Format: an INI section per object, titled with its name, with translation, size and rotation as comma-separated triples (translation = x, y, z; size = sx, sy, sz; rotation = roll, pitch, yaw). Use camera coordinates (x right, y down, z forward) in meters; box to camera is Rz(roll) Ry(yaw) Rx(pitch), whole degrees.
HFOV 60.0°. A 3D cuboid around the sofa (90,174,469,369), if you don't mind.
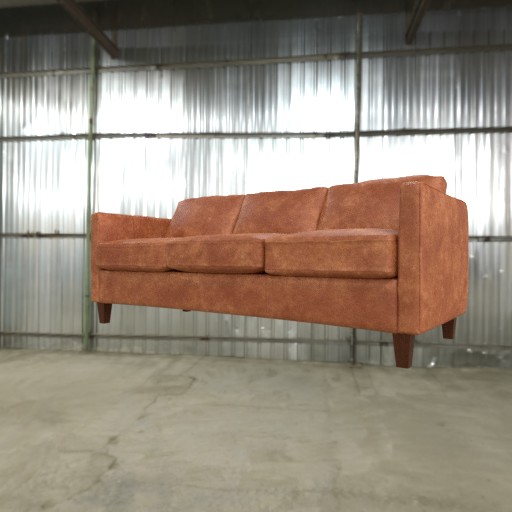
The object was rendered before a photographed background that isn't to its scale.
[sofa]
translation = 0.000, 0.000, 2.986
size = 2.464, 1.006, 1.045
rotation = 0, 0, 36
